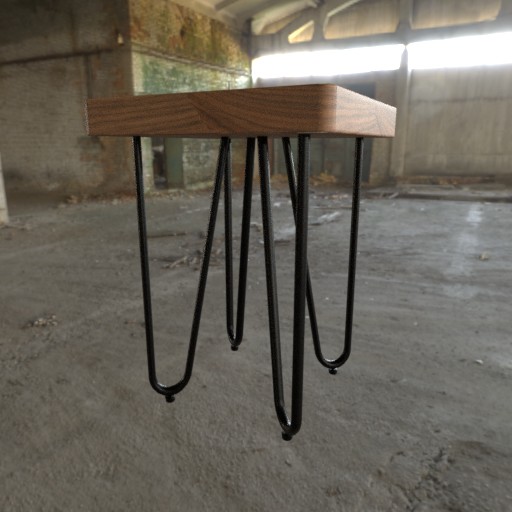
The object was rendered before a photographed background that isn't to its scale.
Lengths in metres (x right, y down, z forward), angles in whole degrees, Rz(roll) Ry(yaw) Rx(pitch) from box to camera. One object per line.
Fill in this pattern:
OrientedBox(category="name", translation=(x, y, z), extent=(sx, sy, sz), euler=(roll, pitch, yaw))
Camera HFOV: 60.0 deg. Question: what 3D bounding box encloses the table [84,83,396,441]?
OrientedBox(category="table", translation=(0.000, 0.000, 0.985), extent=(0.480, 0.641, 0.479), euler=(7, 16, 27))
